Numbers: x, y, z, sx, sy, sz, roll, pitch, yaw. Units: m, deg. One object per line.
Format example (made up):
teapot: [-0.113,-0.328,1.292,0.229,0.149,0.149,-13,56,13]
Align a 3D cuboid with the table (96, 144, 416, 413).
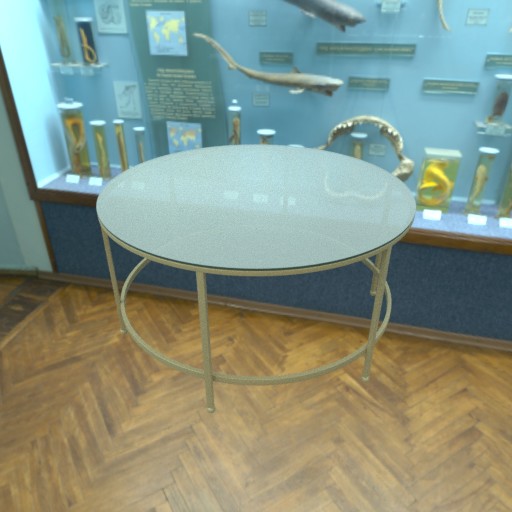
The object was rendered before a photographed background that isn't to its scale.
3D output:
table: [0.000,0.000,1.445,0.914,0.470,0.914,0,30,0]
